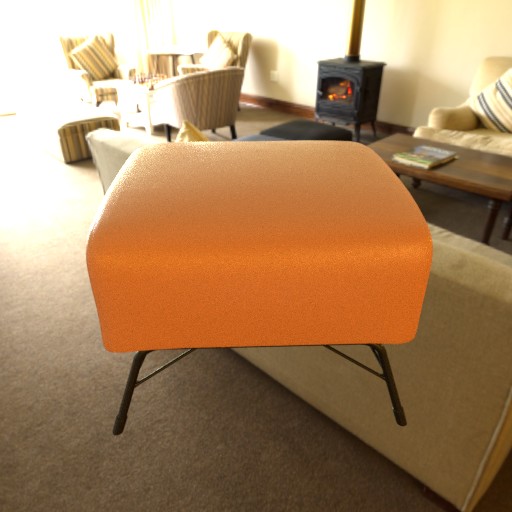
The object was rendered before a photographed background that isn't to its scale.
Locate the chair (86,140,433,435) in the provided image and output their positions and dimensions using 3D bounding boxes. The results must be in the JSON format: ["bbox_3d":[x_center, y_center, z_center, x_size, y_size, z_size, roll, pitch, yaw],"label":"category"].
[{"bbox_3d":[0.000,0.000,0.912,0.530,0.410,0.530,-1,31,-2],"label":"chair"}]
